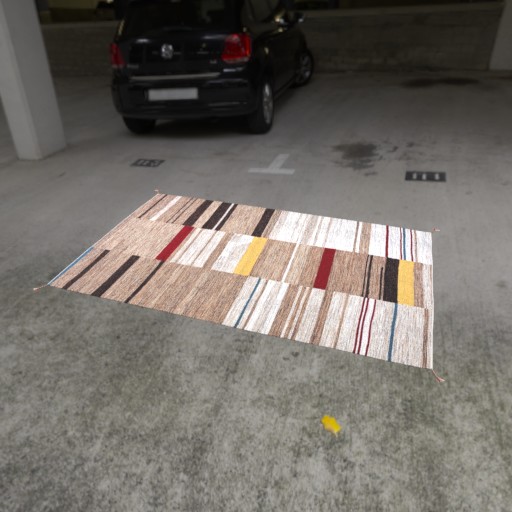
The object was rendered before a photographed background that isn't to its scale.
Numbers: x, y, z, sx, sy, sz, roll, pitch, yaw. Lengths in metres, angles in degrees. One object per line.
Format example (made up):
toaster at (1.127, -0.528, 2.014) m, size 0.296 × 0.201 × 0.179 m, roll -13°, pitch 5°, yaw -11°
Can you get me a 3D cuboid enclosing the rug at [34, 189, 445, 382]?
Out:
rug at (0.000, 0.000, 2.409) m, size 1.918 × 0.007 × 1.268 m, roll 10°, pitch 34°, yaw 15°
